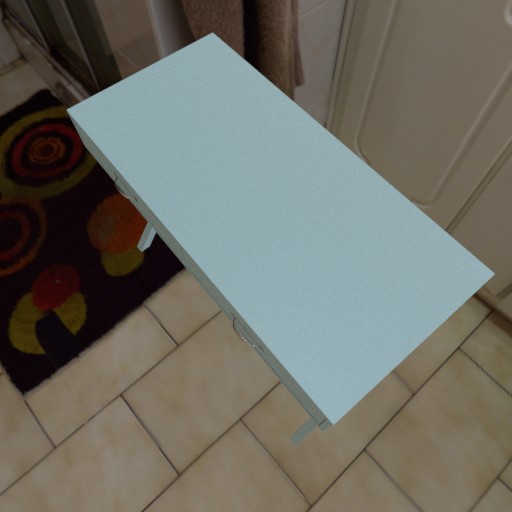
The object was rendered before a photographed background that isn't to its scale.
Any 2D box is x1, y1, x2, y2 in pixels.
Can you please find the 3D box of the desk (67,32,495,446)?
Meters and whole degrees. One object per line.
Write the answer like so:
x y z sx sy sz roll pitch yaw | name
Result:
0.000 0.000 1.455 0.525 0.780 1.057 -36 69 -17 | desk
